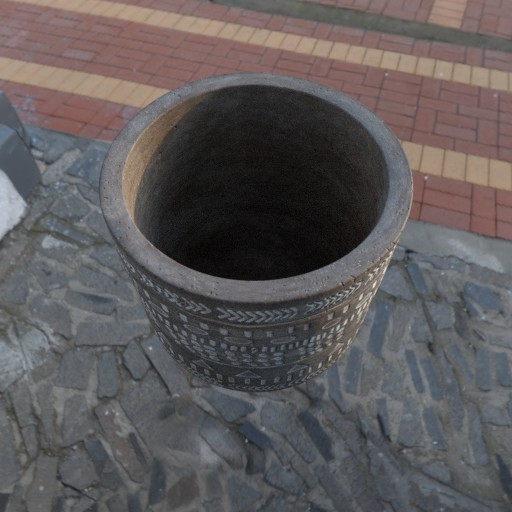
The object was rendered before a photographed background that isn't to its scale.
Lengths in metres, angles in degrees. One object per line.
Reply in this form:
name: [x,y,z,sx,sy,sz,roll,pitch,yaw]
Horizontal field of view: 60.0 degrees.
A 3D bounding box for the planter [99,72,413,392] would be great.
planter: [0.000,0.000,0.225,0.122,0.128,0.122,0,56,0]
